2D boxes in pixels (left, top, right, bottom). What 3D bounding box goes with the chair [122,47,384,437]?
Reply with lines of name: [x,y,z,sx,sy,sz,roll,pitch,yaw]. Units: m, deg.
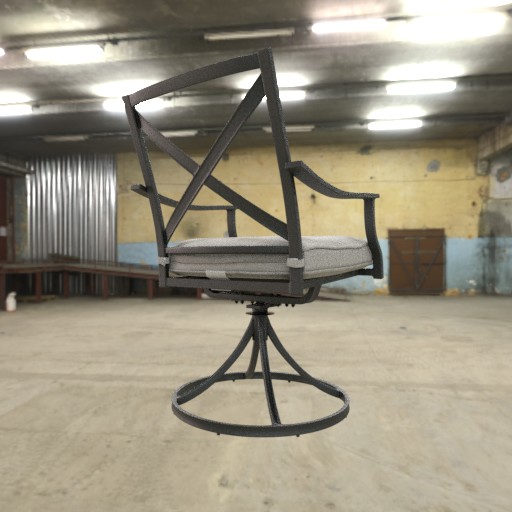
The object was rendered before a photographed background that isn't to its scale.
chair: [0.000,0.000,1.314,0.575,0.889,0.620,0,0,36]
